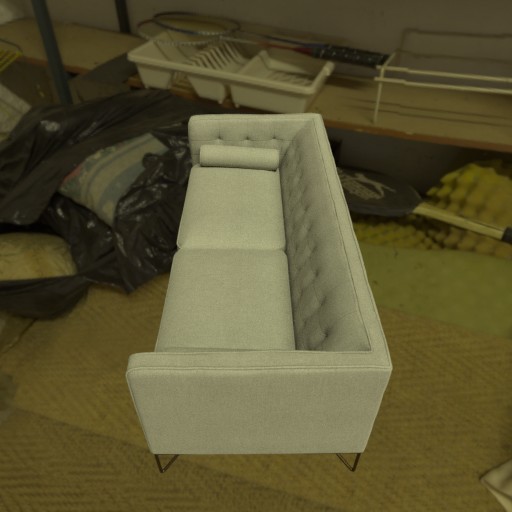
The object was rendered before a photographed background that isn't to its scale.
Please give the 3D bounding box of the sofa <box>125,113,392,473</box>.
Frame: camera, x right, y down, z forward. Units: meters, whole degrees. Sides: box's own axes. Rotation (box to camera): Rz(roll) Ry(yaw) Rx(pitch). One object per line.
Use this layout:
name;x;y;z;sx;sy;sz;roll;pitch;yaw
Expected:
sofa;0.000;0.000;2.491;0.912;0.798;2.079;0;41;0
